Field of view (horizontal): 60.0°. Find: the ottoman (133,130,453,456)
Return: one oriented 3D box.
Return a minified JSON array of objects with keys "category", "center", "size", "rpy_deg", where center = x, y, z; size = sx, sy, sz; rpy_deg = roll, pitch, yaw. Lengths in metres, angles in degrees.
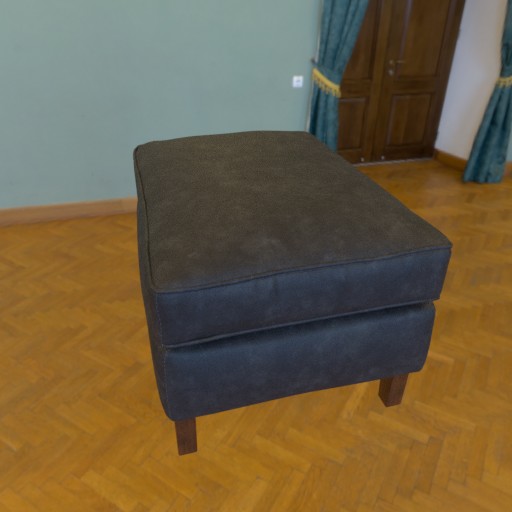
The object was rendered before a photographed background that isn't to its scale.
[{"category":"ottoman","center":[0.000,0.000,0.973],"size":[0.501,0.413,0.665],"rpy_deg":[-8,32,-13]}]
